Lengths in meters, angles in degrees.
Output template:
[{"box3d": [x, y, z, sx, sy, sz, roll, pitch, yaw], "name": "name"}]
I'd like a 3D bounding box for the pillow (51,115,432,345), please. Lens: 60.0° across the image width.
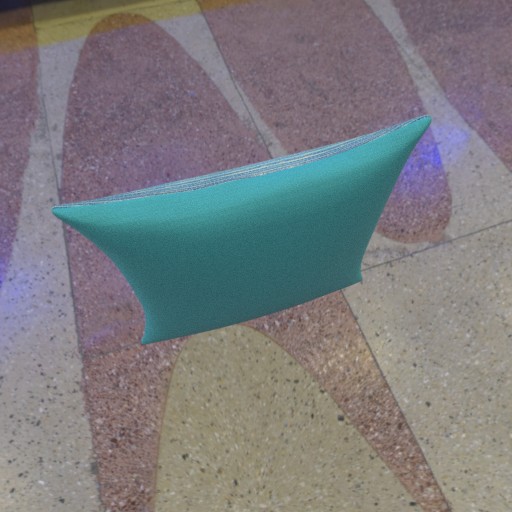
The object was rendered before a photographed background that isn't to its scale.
[{"box3d": [0.000, 0.000, 0.778, 0.514, 0.497, 0.150, -15, 61, -9], "name": "pillow"}]
